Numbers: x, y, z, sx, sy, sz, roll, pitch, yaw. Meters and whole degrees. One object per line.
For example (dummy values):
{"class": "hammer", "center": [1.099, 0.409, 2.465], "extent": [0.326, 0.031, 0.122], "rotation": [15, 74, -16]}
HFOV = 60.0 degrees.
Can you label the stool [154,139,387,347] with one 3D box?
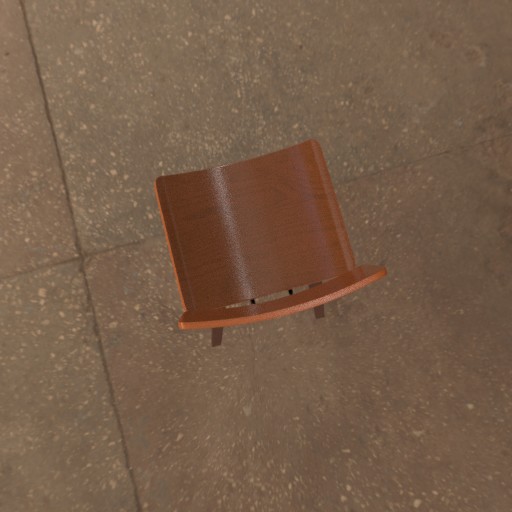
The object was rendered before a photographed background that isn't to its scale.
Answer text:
{"class": "stool", "center": [0.000, 0.000, 1.259], "extent": [0.509, 0.969, 0.440], "rotation": [-15, 77, -3]}
